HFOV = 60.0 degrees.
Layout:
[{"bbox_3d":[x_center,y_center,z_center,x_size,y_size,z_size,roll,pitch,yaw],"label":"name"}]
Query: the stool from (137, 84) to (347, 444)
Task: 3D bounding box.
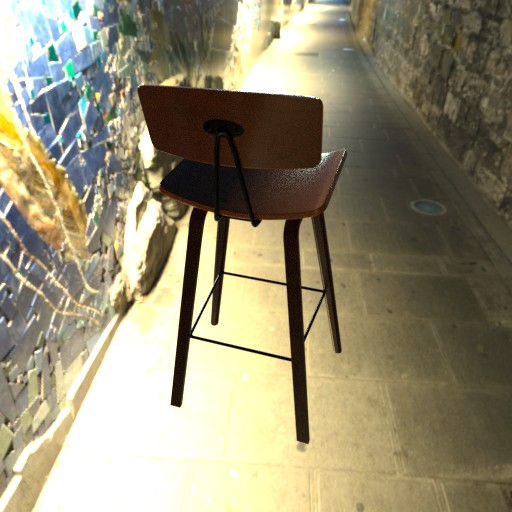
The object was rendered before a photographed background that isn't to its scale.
[{"bbox_3d":[0.000,0.000,1.235,0.509,0.969,0.440,10,33,15],"label":"stool"}]
